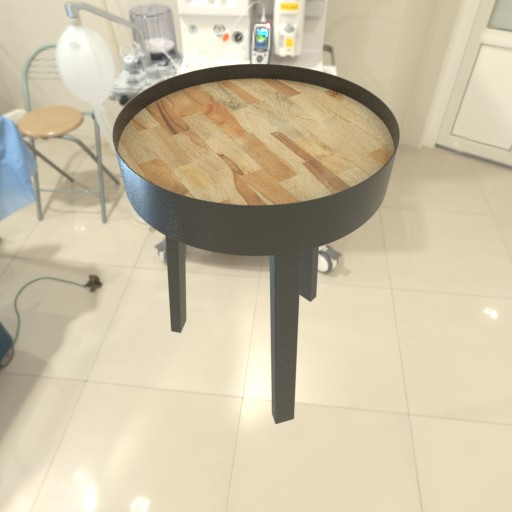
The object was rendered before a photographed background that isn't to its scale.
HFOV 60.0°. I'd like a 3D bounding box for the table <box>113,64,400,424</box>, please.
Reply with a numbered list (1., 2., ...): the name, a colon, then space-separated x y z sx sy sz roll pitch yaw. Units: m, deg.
1. table: 0.000 0.000 0.839 0.406 0.559 0.406 0 45 0
